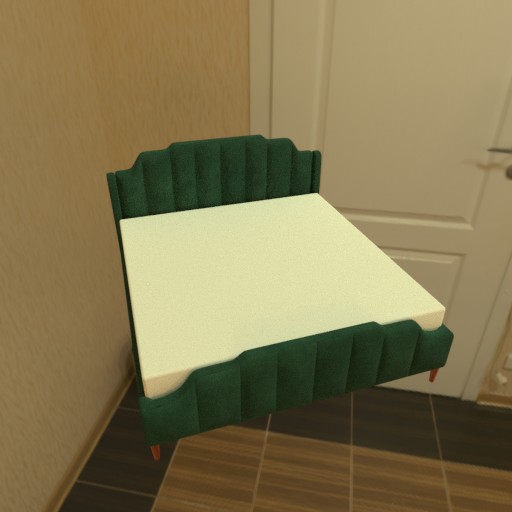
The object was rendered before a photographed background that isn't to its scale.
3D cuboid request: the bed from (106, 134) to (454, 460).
[{"bbox_3d":[0.000,0.000,3.523,2.074,1.245,2.340,-10,33,-15],"label":"bed"}]
